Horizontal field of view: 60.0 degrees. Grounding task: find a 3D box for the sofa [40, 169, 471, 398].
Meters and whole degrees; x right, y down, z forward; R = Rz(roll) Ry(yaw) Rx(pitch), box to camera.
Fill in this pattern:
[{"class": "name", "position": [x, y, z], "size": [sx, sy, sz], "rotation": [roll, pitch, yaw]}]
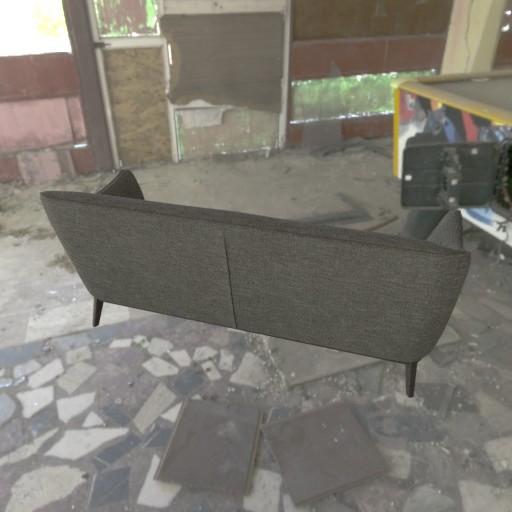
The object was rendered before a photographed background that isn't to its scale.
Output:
[{"class": "sofa", "position": [0.000, 0.000, 2.244], "size": [1.928, 0.829, 0.867], "rotation": [9, 33, 14]}]
